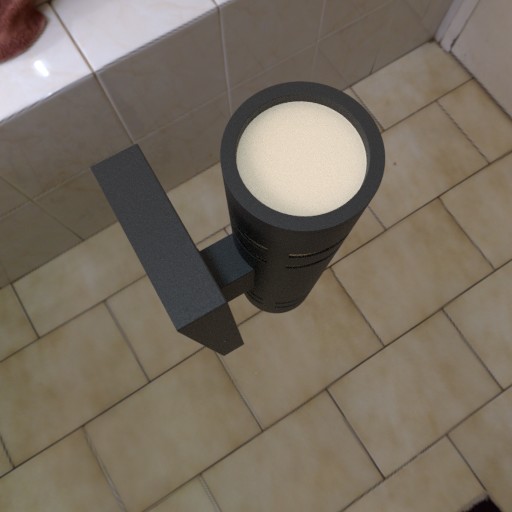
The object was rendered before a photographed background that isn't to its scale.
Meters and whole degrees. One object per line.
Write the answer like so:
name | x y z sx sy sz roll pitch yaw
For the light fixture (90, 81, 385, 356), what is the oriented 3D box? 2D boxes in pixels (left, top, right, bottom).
light fixture | 0.000 0.000 0.398 0.149 0.330 0.105 -29 77 -7
